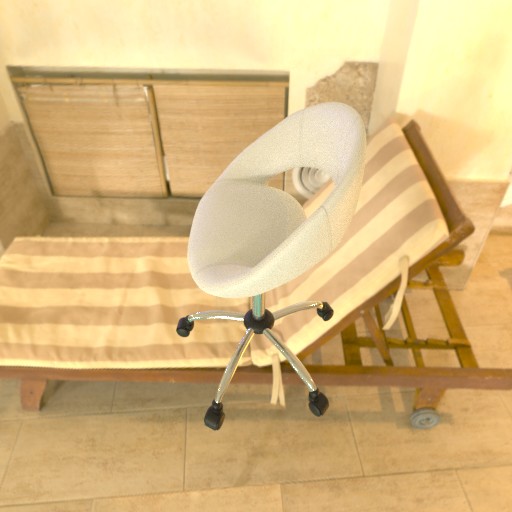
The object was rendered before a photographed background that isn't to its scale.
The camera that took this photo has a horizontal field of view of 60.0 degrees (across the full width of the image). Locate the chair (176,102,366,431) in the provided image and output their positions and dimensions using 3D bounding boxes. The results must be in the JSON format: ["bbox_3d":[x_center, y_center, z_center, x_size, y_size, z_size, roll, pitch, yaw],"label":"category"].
[{"bbox_3d":[0.000,0.000,1.209,0.538,0.791,0.612,1,41,1],"label":"chair"}]
